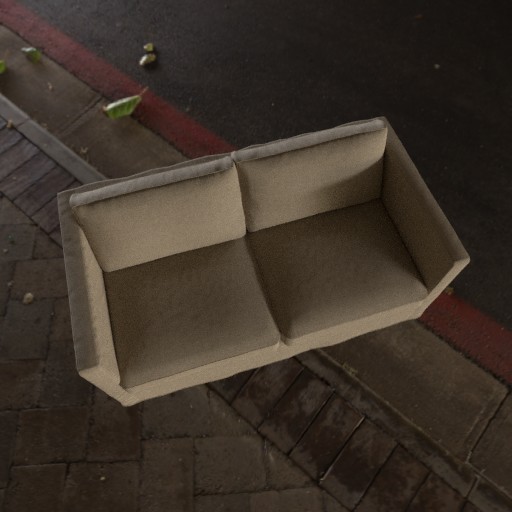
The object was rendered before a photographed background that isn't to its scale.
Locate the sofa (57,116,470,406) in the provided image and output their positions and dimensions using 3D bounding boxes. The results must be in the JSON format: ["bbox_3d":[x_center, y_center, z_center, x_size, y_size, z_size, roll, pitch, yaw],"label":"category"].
[{"bbox_3d":[0.000,0.000,2.297,1.766,0.828,0.956,-15,63,-8],"label":"sofa"}]
